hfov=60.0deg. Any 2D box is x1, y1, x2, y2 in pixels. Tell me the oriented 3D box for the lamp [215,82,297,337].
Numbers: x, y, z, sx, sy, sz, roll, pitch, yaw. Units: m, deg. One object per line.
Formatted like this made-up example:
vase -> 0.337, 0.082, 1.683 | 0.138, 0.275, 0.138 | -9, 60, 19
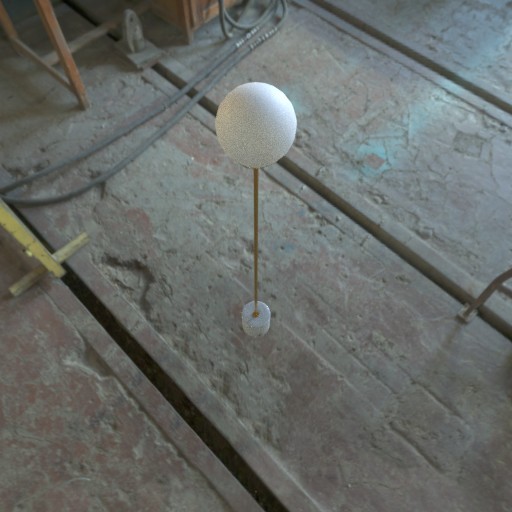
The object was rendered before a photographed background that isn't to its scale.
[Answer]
lamp -> 0.000, 0.000, 1.895 | 0.224, 1.753, 0.224 | -1, 62, 0
